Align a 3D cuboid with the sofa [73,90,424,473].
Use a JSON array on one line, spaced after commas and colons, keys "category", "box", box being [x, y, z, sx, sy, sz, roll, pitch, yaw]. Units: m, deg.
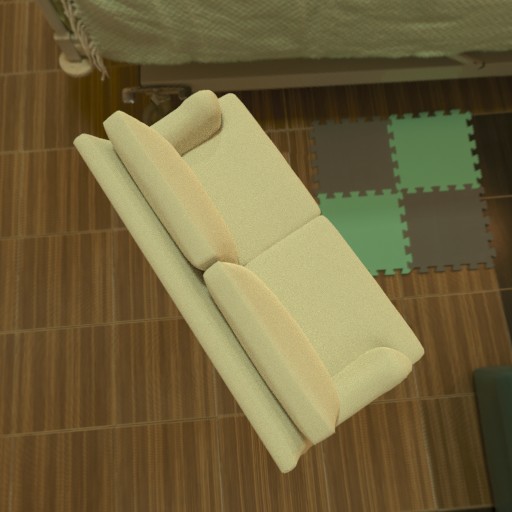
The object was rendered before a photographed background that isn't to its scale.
[{"category": "sofa", "box": [0.000, 0.000, 2.779, 1.086, 1.087, 2.159, -33, 79, -7]}]
